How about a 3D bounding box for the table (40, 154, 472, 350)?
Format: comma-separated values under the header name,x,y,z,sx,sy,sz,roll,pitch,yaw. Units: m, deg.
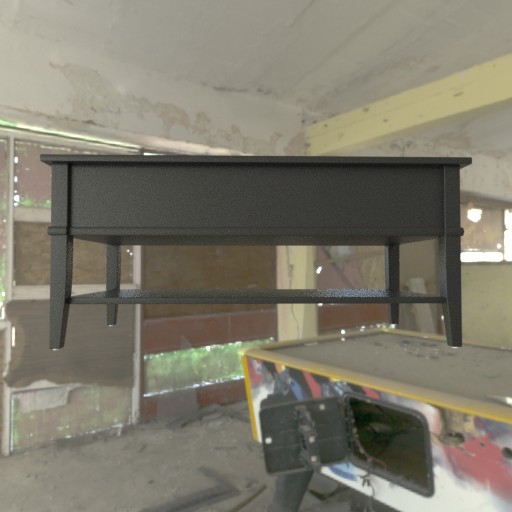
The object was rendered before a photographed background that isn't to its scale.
name,x,y,z,sx,sy,sz,roll,pitch,yaw
table,0.000,0.000,1.324,1.044,0.470,0.523,0,-2,-2
